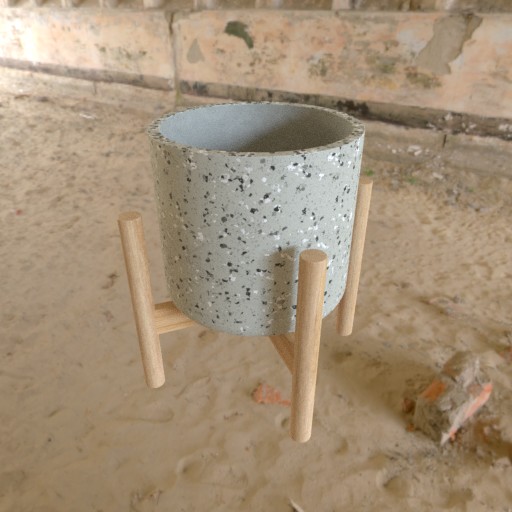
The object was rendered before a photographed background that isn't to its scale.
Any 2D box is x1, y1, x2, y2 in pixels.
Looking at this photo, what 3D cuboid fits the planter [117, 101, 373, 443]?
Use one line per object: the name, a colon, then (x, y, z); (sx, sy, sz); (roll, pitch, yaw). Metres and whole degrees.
planter: (0.000, 0.000, 0.542); (0.284, 0.320, 0.284); (1, 30, 1)
